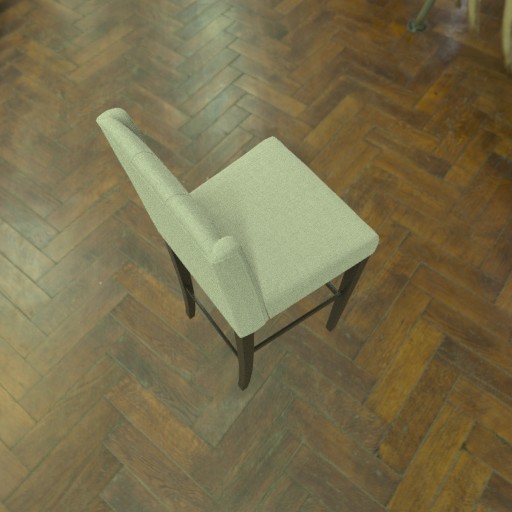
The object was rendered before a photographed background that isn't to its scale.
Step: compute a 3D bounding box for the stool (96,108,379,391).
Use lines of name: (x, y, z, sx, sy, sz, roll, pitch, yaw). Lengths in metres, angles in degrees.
stool: (0.000, 0.000, 1.374, 0.509, 1.116, 0.474, -33, 66, -17)
